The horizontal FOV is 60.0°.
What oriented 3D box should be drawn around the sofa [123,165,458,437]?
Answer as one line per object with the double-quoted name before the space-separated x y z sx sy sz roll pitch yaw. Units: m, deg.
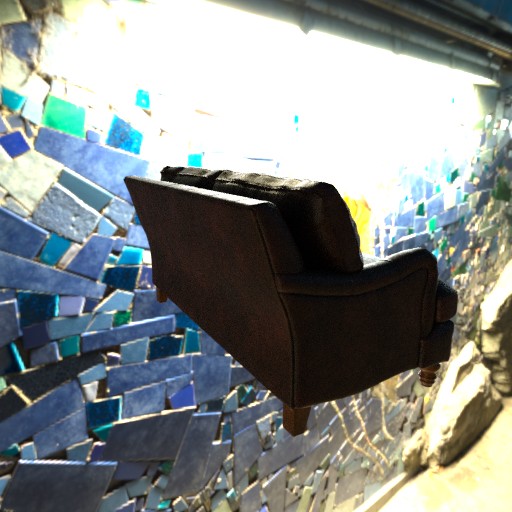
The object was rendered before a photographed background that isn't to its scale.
"sofa" 0.000 0.000 2.773 1.147 1.071 2.144 -7 15 -28
